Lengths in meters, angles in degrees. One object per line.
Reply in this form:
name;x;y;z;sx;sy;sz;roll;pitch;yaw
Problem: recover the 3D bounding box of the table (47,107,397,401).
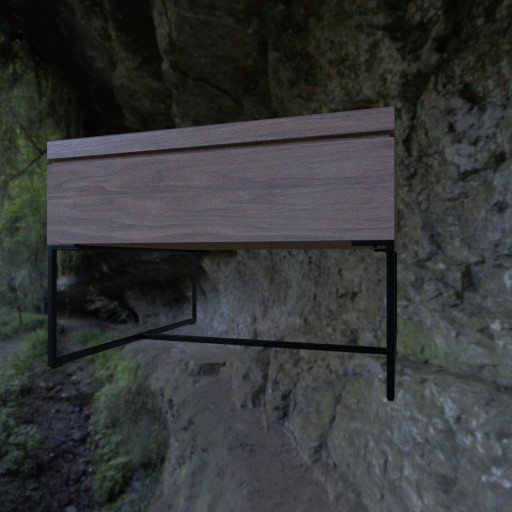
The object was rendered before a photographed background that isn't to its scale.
table;0.000;0.000;1.119;0.679;0.464;0.676;0;0;18
